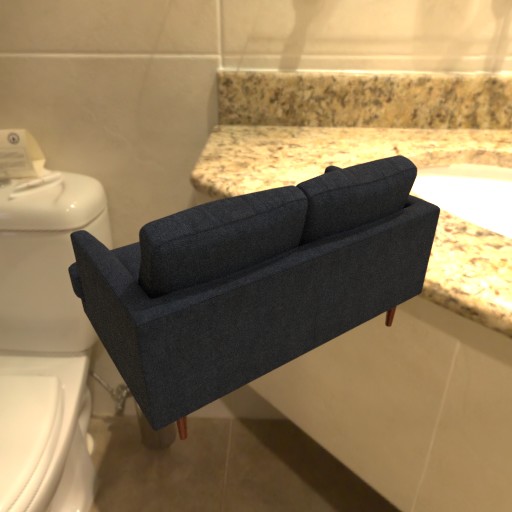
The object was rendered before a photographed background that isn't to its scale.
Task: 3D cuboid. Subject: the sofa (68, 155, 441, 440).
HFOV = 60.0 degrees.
[{"bbox_3d":[0.000,0.000,2.171,1.582,0.944,0.903,-20,36,-29],"label":"sofa"}]
